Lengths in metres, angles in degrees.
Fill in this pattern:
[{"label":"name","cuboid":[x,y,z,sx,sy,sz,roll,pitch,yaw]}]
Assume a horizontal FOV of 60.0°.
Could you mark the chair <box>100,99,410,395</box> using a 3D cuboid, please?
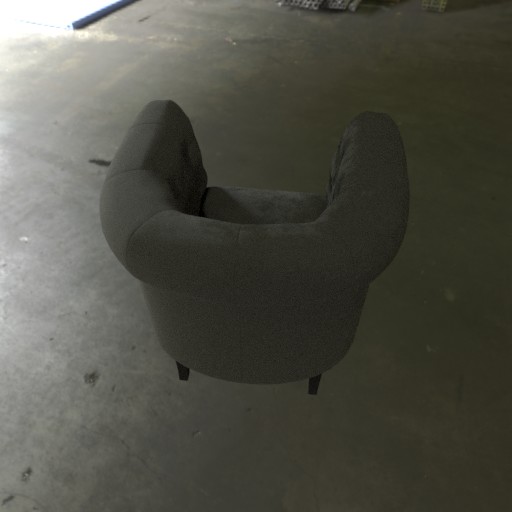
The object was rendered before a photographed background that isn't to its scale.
[{"label":"chair","cuboid":[0.000,0.000,1.545,0.904,0.826,0.851,5,46,5]}]
